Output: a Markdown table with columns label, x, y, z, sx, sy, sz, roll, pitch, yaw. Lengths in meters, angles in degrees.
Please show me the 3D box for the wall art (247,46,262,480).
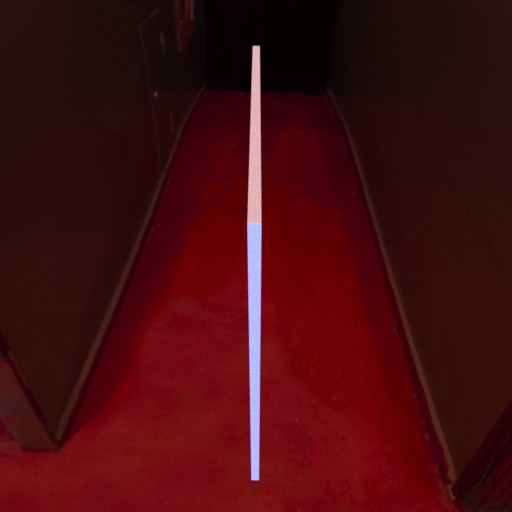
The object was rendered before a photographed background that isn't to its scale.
| label | x | y | z | sx | sy | sz | roll | pitch | yaw |
| --- | --- | --- | --- | --- | --- | --- | --- | --- | --- |
| wall art | 0.000 | 0.000 | 0.828 | 0.015 | 0.577 | 0.572 | 0 | 41 | 0 |
